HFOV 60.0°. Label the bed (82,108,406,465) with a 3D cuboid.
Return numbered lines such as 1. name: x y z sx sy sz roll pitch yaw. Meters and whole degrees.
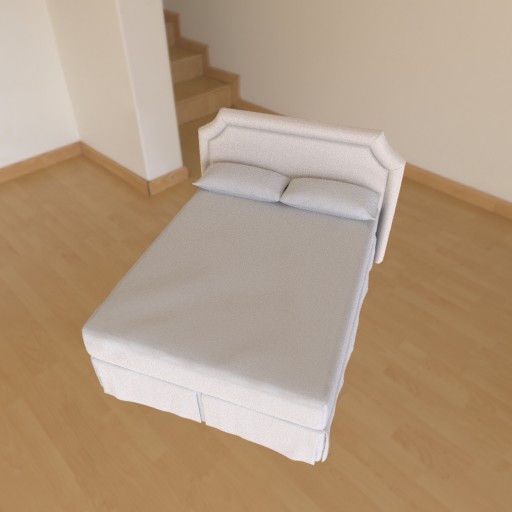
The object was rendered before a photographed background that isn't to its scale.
1. bed: 0.000 0.000 3.314 1.828 1.297 2.164 13 42 15
